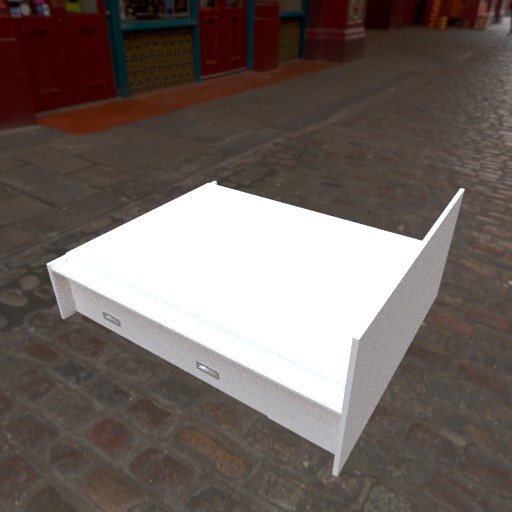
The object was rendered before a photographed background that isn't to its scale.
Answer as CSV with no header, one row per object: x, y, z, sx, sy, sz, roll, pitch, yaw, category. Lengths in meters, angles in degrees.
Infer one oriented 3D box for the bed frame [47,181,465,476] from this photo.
0.000,0.000,2.791,1.960,0.800,1.622,19,36,29,bed frame
